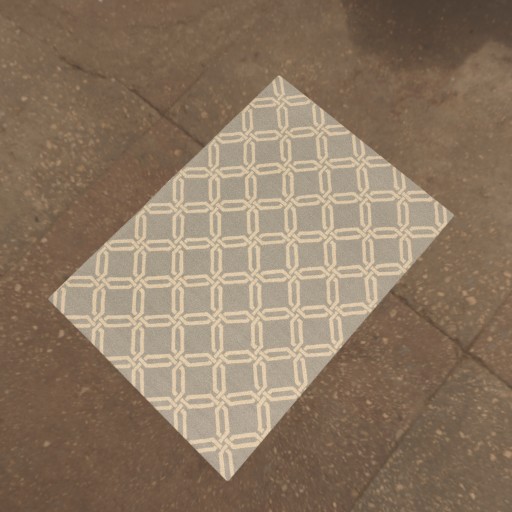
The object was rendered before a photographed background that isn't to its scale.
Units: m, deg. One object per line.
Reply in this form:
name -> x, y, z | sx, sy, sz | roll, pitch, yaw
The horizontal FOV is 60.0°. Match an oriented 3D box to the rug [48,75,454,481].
rug -> 0.000, 0.000, 2.784 | 1.522, 0.013, 2.133 | 42, 80, 9
